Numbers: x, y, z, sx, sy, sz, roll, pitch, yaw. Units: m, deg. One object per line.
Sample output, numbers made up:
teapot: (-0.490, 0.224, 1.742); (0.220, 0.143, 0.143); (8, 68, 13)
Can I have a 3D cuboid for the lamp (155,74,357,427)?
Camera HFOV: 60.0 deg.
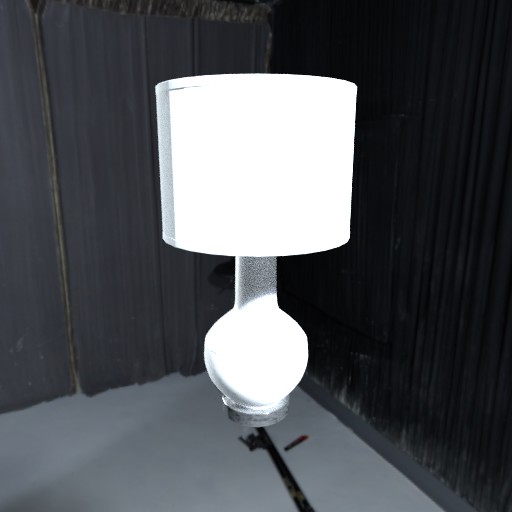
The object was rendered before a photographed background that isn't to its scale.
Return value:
lamp: (0.000, 0.000, 0.877); (0.357, 0.673, 0.357); (-7, 16, -26)
